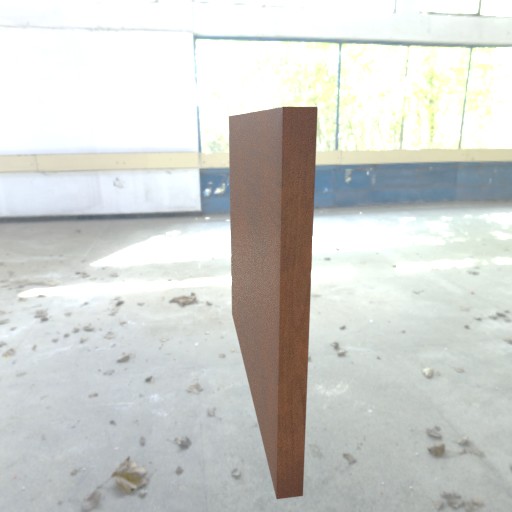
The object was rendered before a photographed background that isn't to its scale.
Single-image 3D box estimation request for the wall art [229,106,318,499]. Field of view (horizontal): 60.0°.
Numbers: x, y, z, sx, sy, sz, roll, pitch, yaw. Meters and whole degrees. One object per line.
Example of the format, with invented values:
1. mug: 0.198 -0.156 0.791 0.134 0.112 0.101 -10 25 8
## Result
1. wall art: 0.000 0.000 0.745 0.033 0.457 0.558 -2 17 -8
